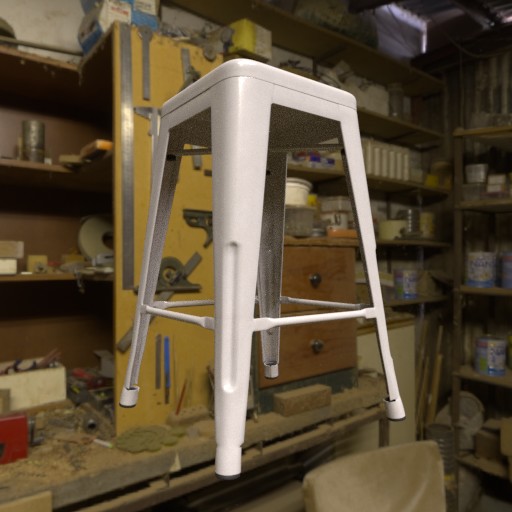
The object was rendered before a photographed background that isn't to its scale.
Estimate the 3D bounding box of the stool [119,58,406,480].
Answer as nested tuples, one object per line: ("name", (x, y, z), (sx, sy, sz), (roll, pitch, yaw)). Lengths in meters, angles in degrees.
("stool", (0.000, 0.000, 0.867), (0.406, 0.610, 0.406), (1, -1, -37))
